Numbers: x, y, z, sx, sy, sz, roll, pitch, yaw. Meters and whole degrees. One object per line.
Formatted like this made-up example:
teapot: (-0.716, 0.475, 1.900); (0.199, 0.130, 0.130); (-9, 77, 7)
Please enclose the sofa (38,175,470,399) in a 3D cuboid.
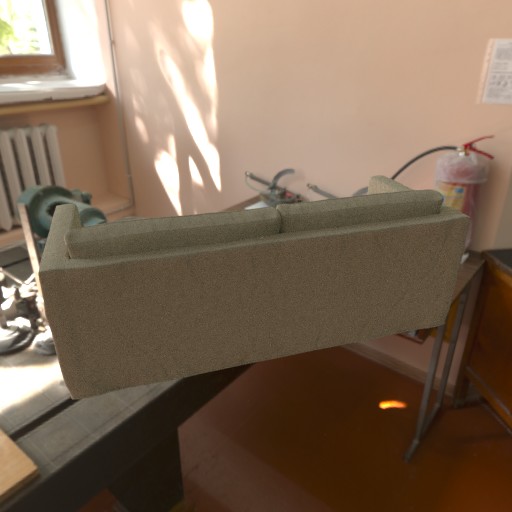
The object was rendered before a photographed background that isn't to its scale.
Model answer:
sofa: (0.000, 0.000, 2.717); (2.296, 0.847, 0.956); (-8, 27, -16)
